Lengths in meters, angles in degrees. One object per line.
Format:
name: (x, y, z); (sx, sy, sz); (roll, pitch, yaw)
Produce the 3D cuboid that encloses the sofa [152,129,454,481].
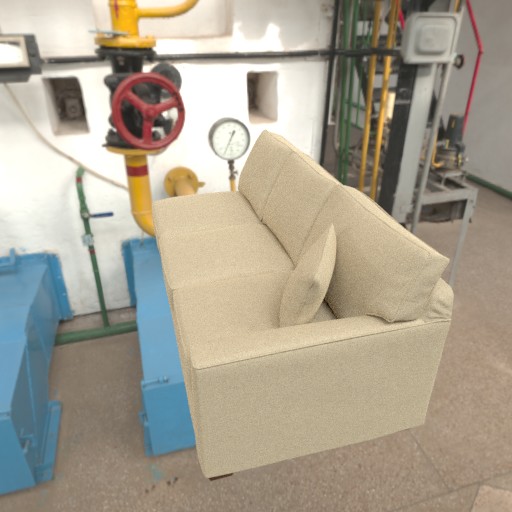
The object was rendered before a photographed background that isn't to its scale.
sofa: (0.000, 0.000, 2.471); (1.034, 0.946, 1.963); (-8, 30, -14)
